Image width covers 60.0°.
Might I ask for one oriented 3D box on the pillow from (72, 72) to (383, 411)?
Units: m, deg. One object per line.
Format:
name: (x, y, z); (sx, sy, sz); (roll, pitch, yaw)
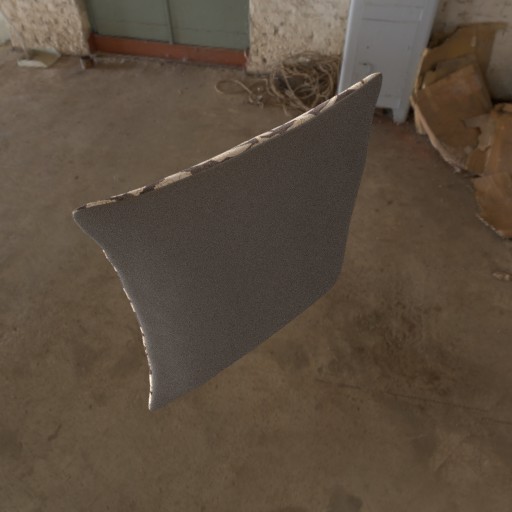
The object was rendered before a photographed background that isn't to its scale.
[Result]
pillow: (0.000, 0.000, 0.776); (0.526, 0.507, 0.166); (-32, 54, -27)
